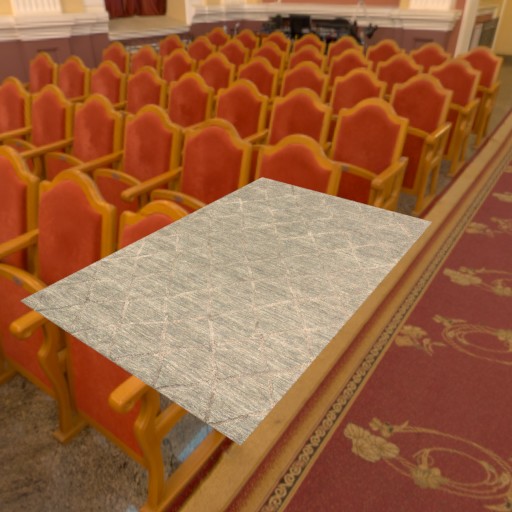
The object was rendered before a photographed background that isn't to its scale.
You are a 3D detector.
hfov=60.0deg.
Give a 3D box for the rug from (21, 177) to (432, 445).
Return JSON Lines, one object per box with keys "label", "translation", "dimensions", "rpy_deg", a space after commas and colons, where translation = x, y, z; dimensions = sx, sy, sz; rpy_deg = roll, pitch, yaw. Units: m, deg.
{"label": "rug", "translation": [0.000, 0.000, 2.830], "dimensions": [1.521, 0.006, 2.283], "rpy_deg": [21, 37, 30]}
